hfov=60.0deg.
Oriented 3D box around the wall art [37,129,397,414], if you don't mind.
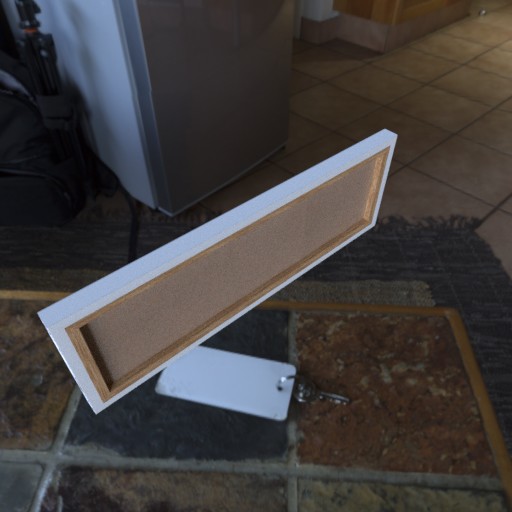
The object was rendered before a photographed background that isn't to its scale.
[{"bbox_3d":[0.000,0.000,0.868,0.766,0.256,0.036,-31,53,-27],"label":"wall art"}]
